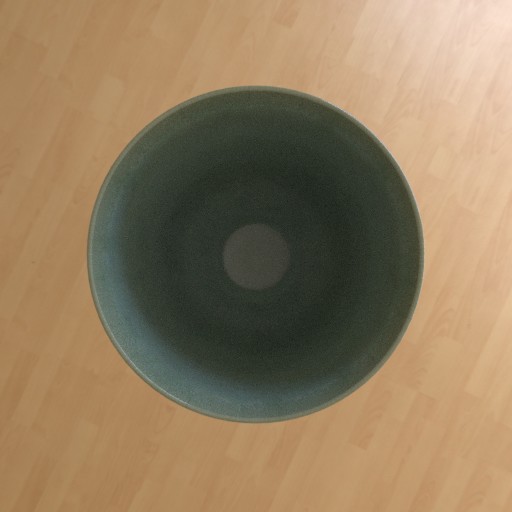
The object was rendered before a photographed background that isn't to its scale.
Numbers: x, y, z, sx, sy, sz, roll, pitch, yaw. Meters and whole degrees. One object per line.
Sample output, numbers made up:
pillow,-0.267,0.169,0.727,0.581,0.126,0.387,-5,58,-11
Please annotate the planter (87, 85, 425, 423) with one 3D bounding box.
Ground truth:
planter,0.000,0.000,0.365,0.198,0.214,0.198,0,89,0
